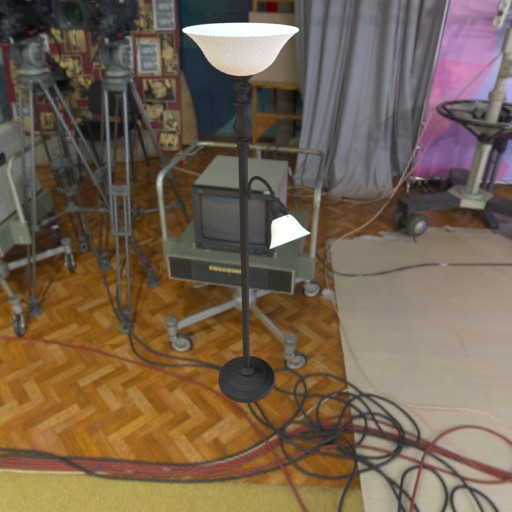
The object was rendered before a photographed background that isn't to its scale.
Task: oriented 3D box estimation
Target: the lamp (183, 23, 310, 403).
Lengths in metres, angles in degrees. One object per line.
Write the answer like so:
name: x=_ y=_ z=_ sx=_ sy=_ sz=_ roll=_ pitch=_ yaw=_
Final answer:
lamp: x=0.000 y=0.000 z=1.973 sx=0.405 sy=1.793 sz=0.588 roll=-21 pitch=38 yaw=-29
